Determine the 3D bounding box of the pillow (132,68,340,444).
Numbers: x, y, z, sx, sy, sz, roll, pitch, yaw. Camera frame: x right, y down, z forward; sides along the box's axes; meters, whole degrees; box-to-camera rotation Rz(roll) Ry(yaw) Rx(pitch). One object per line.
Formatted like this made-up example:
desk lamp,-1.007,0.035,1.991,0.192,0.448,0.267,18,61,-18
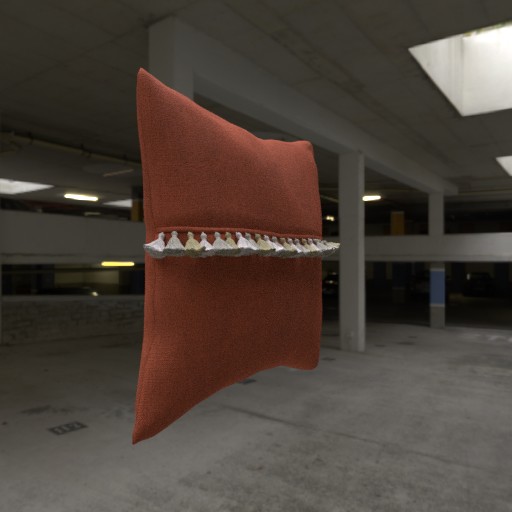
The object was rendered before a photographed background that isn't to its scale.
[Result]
pillow,0.000,0.000,0.749,0.165,0.482,0.490,0,0,36
